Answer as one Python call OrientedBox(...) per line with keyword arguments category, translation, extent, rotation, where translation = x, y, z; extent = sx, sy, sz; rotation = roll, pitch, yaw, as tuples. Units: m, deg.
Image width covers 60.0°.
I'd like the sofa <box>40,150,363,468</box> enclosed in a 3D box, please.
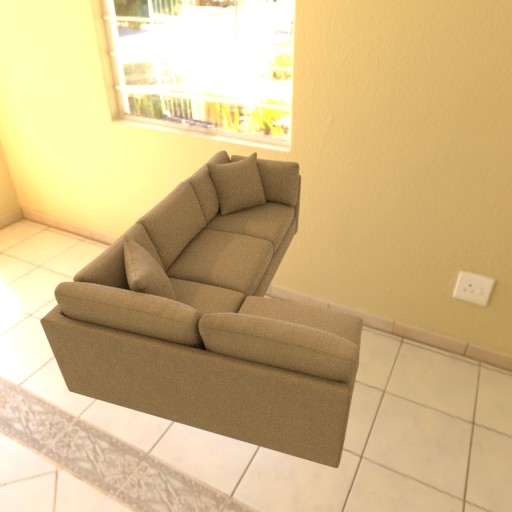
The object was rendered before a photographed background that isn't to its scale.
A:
OrientedBox(category="sofa", translation=(0.000, 0.000, 3.836), extent=(1.994, 0.978, 2.896), rotation=(10, 34, 15))
